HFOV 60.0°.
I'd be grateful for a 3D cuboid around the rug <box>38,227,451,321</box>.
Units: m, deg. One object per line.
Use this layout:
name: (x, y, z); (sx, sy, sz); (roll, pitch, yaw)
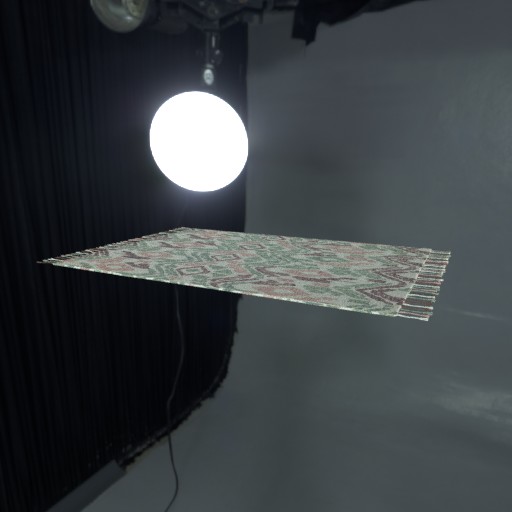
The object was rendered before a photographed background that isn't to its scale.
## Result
rug: (0.000, 0.000, 2.321); (1.829, 0.010, 1.219); (6, 14, 26)
